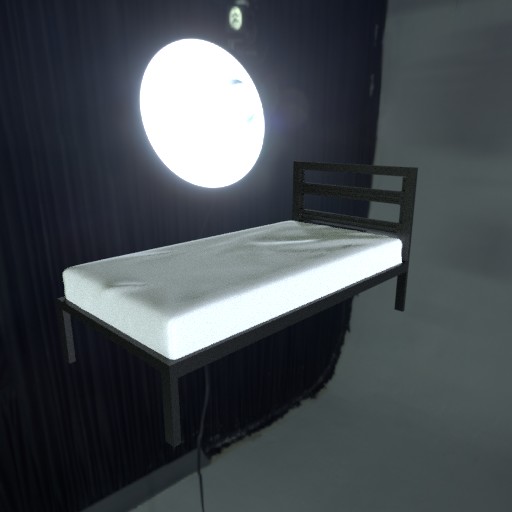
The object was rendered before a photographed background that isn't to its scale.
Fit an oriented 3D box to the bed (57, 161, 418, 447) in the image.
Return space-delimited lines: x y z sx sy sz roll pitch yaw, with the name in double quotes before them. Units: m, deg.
"bed" 0.000 0.000 2.590 0.991 0.967 1.930 15 21 42
